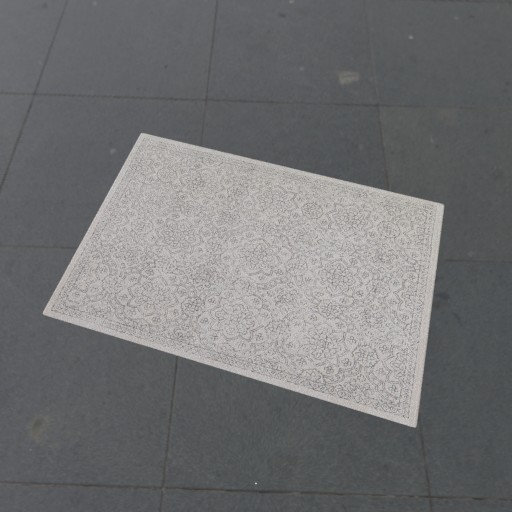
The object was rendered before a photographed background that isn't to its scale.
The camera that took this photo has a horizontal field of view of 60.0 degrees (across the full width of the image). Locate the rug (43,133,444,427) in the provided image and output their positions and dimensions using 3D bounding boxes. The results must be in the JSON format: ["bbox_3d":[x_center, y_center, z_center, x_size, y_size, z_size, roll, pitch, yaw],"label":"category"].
[{"bbox_3d":[0.000,0.000,2.905,2.286,0.011,1.524,15,64,8],"label":"rug"}]
